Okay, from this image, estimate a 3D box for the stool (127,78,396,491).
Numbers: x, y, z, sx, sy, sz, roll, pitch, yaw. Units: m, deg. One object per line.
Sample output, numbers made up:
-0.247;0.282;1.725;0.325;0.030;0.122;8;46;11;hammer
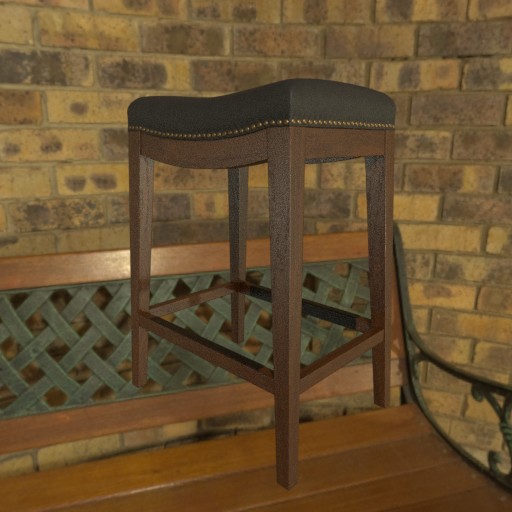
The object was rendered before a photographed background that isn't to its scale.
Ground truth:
0.000;0.000;0.947;0.490;0.664;0.353;13;20;42;stool
